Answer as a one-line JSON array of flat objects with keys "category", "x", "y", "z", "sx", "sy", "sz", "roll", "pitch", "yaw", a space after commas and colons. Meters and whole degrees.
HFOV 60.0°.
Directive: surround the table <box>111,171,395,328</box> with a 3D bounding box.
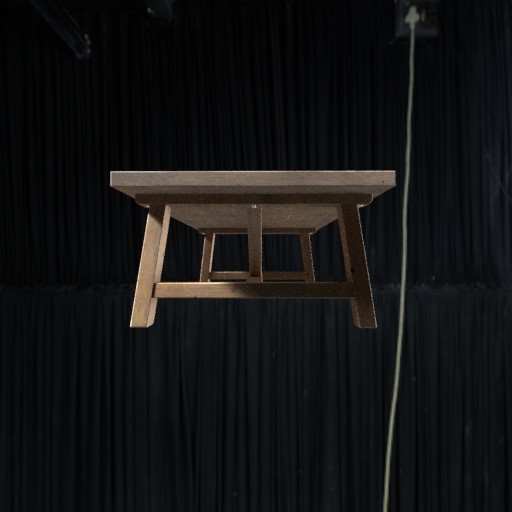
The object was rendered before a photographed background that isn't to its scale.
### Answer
[{"category": "table", "x": 0.000, "y": 0.000, "z": 2.173, "sx": 0.820, "sy": 0.465, "sz": 1.800, "roll": 0, "pitch": -1, "yaw": 1}]
